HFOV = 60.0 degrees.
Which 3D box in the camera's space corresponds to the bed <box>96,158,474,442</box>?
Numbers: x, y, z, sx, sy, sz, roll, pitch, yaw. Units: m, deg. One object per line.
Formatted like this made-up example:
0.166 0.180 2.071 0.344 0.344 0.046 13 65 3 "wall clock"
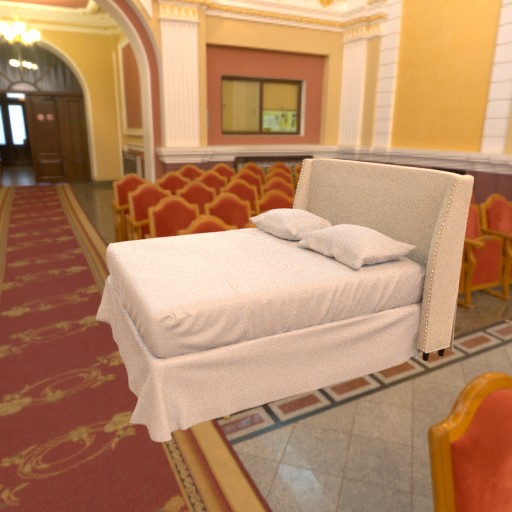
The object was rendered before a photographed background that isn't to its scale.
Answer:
0.000 0.000 3.408 2.276 1.332 1.925 -8 18 -25 "bed"
